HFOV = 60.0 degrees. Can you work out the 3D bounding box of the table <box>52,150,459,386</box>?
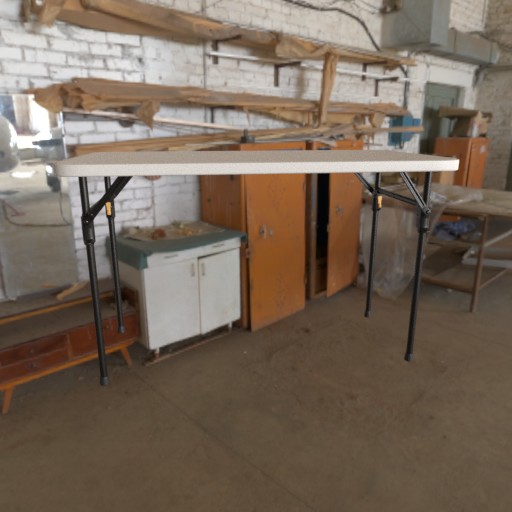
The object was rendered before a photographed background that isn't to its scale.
[{"bbox_3d":[0.000,0.000,1.642,1.219,0.729,0.610,-2,16,-8],"label":"table"}]
